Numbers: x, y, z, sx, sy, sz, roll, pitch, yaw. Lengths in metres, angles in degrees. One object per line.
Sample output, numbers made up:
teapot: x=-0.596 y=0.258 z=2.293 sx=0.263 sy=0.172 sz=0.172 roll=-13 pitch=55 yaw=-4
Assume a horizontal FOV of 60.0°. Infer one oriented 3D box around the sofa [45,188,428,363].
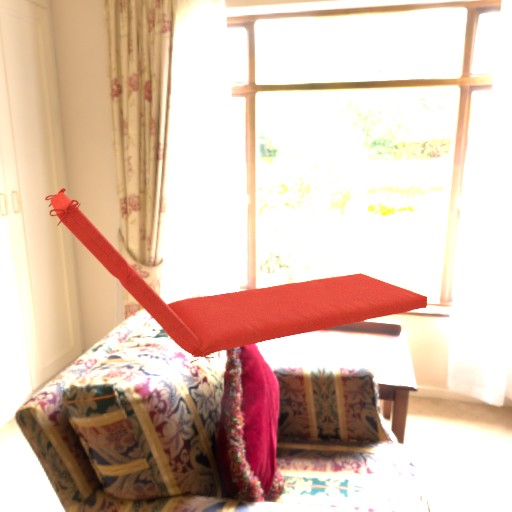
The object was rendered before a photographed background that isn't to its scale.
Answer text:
sofa: x=0.000 y=0.000 z=1.995 sx=1.663 sy=0.622 sz=0.582 roll=-7 pitch=15 yaw=-26
